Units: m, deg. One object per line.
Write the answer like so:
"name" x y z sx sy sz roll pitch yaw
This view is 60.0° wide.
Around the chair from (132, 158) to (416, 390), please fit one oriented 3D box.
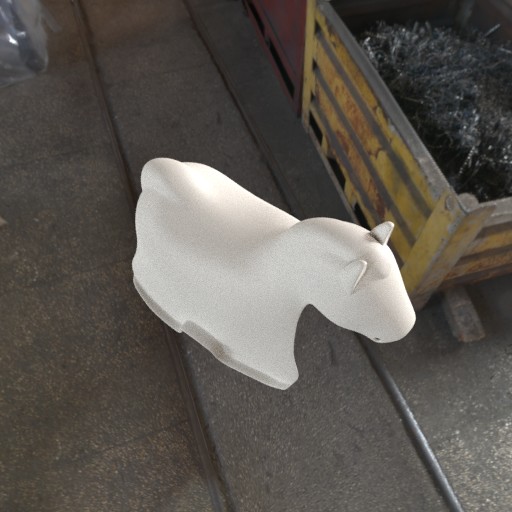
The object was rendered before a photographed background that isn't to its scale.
"chair" 0.000 0.000 1.129 0.800 0.612 0.429 32 64 18
